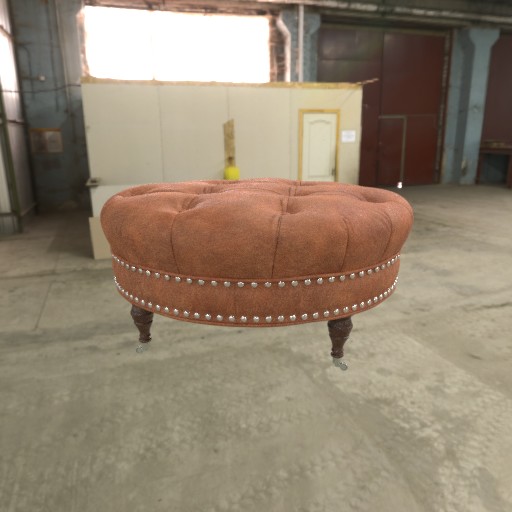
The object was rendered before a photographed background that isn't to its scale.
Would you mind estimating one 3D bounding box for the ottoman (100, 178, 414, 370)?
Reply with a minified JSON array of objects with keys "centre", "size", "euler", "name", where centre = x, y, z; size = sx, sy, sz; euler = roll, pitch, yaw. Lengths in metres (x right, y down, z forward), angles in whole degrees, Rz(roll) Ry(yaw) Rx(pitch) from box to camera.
[{"centre":[0.000,0.000,1.377],"size":[0.901,0.444,0.901],"euler":[0,15,0],"name":"ottoman"}]
